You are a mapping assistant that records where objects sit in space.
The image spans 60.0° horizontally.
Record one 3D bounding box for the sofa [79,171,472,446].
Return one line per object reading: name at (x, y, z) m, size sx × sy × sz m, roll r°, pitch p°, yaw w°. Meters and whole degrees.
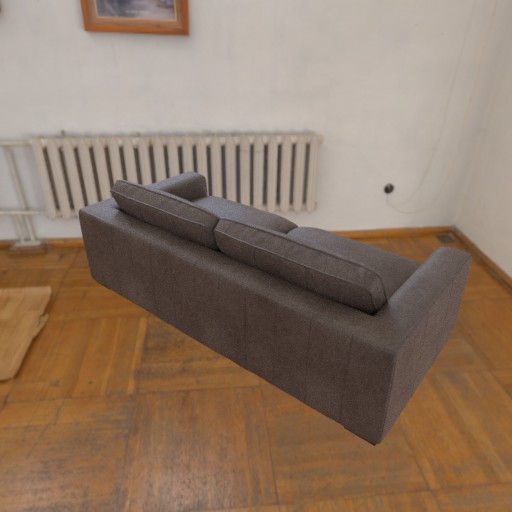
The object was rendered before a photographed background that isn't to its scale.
sofa at (0.000, 0.000, 2.780) m, size 2.262 × 0.801 × 1.070 m, roll 22°, pitch 36°, yaw 33°
